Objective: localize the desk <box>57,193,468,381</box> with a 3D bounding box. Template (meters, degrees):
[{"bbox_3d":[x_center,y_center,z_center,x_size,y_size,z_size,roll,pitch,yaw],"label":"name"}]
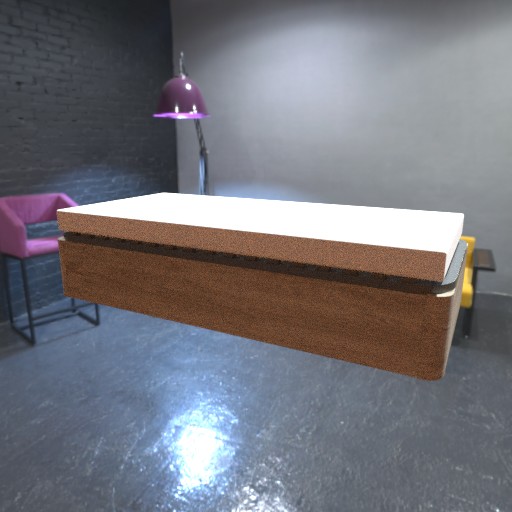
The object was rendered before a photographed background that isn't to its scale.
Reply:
[{"bbox_3d":[0.000,0.000,2.253,1.900,0.455,0.900,8,17,27],"label":"desk"}]
